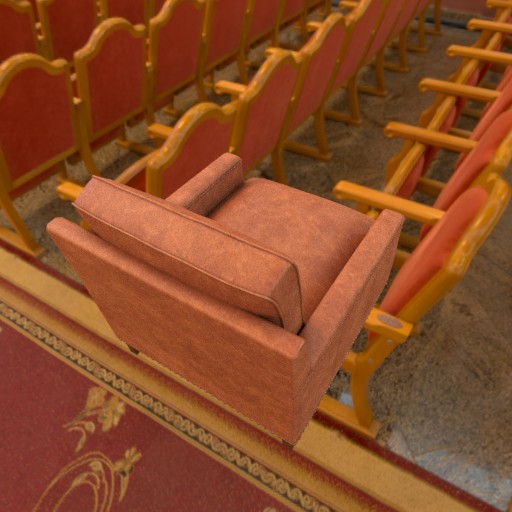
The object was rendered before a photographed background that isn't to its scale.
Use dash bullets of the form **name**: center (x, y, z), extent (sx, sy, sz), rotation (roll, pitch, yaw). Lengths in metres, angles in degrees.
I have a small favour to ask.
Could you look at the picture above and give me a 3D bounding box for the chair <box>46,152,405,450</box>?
- **chair**: center (0.000, 0.000, 1.681), extent (0.853, 0.943, 1.014), rotation (24, 50, 22)
